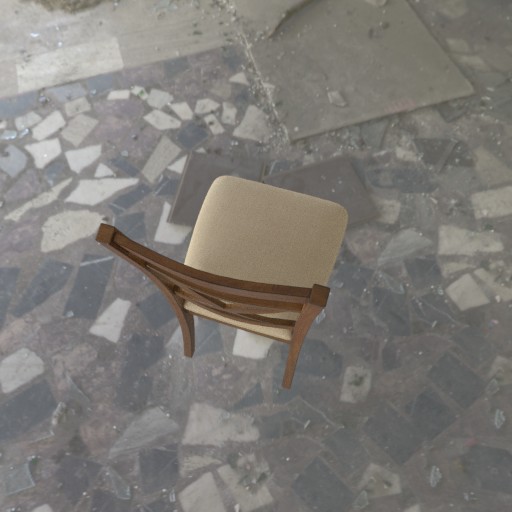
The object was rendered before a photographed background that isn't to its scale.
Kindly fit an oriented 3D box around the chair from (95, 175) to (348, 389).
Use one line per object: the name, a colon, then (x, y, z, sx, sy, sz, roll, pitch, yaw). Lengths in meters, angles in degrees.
chair: (0.000, 0.000, 1.271, 0.461, 0.949, 0.581, 16, 64, 8)
